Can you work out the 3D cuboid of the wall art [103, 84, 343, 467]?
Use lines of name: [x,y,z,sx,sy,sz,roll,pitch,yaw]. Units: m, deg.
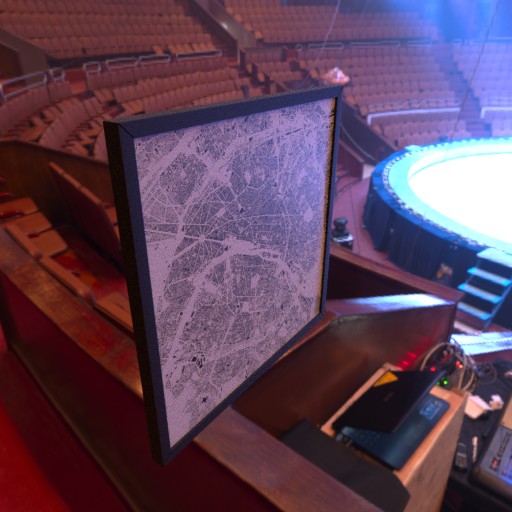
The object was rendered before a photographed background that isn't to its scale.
wall art: [0.000,0.000,1.127,0.037,0.763,0.763,18,31,32]
